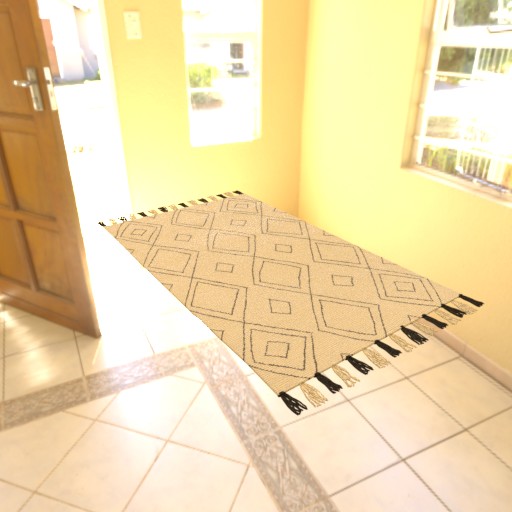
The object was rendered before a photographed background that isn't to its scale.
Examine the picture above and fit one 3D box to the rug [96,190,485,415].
[{"bbox_3d":[0.000,0.000,3.317,1.524,0.021,2.755,-18,32,-32],"label":"rug"}]
